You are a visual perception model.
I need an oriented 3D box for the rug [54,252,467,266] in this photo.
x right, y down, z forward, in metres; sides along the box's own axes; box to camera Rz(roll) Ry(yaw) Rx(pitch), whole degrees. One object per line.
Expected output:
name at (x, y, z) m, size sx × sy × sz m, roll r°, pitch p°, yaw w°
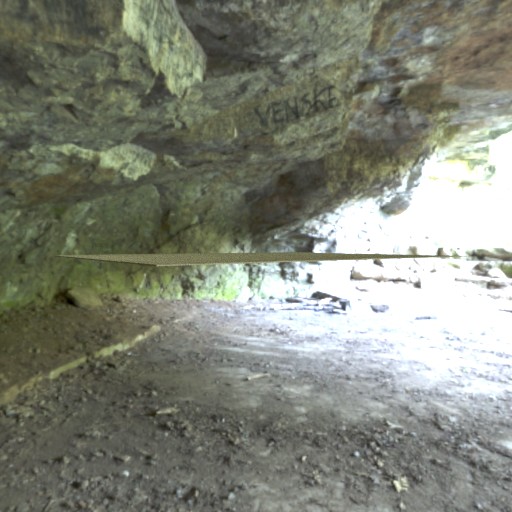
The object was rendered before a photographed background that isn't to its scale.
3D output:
rug at (0.000, 0.000, 4.179) m, size 3.048 × 0.012 × 2.444 m, roll -1°, pitch 2°, yaw -36°
